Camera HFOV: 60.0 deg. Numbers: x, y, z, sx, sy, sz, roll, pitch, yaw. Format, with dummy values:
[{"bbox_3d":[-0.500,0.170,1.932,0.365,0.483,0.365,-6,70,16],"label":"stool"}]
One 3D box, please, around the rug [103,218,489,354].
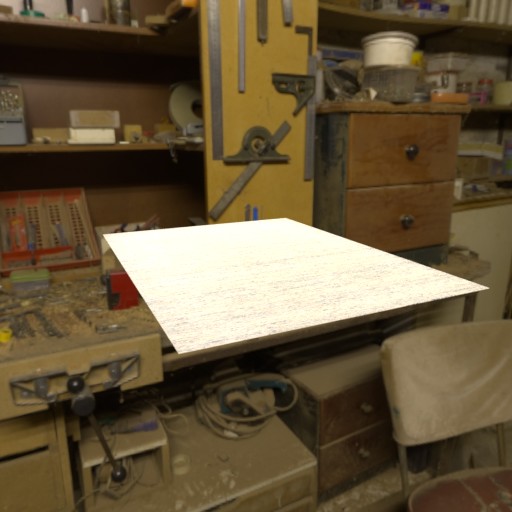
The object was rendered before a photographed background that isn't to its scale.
[{"bbox_3d":[0.000,0.000,4.282,2.438,0.006,3.197,-7,17,-24],"label":"rug"}]
